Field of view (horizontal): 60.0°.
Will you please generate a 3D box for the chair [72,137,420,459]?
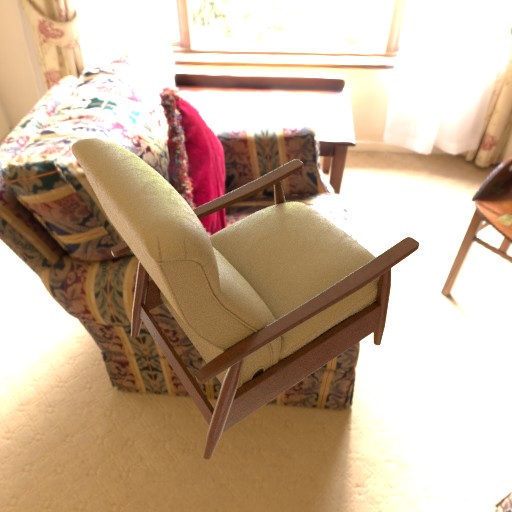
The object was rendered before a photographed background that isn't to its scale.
[{"bbox_3d":[0.000,0.000,1.767,1.014,1.082,0.762,-25,48,-25],"label":"chair"}]
